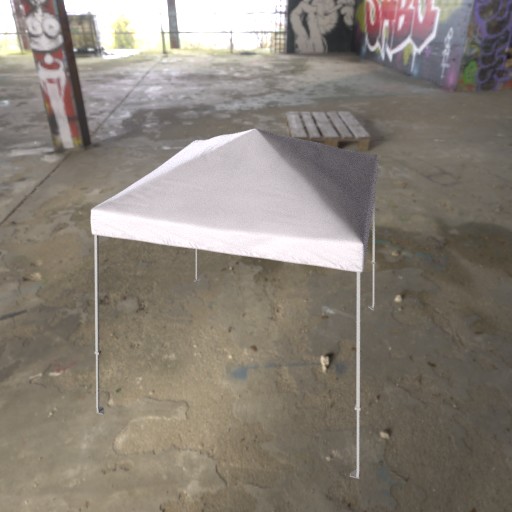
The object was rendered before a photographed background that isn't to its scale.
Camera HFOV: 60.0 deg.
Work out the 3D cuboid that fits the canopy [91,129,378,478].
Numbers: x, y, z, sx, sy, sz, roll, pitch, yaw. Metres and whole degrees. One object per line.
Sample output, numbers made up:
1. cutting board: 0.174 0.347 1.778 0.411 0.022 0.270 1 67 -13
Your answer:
1. canopy: 0.000 0.000 5.022 2.849 2.850 2.850 8 31 14
